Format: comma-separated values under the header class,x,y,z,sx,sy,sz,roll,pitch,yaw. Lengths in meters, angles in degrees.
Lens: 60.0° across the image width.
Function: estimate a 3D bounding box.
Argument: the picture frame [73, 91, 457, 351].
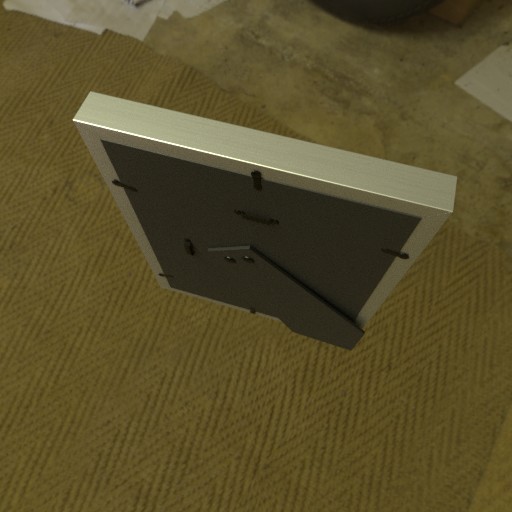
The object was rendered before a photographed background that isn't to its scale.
class,x,y,z,sx,sy,sz,roll,pitch,yaw
picture frame,0.000,0.000,0.390,0.233,0.282,0.036,15,65,7
